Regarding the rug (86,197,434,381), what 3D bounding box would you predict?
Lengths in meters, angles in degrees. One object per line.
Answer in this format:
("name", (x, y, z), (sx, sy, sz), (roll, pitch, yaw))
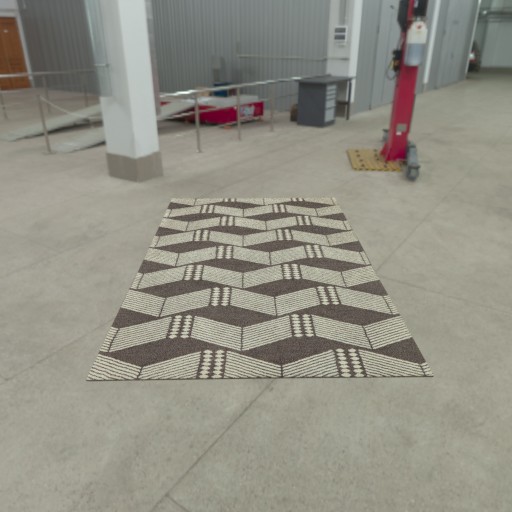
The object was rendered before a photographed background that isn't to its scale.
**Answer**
("rug", (0.000, 0.000, 3.021), (1.517, 0.011, 2.435), (0, 26, -1))
